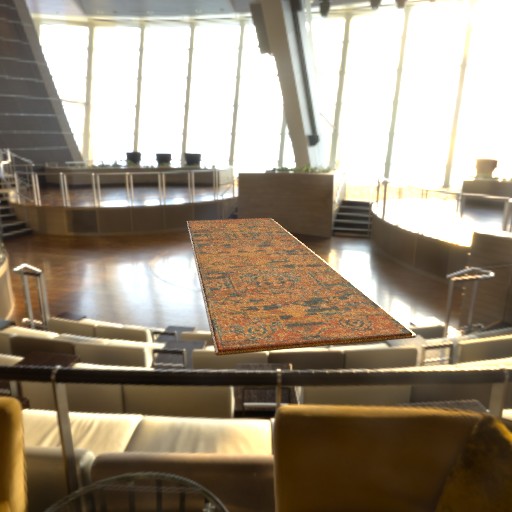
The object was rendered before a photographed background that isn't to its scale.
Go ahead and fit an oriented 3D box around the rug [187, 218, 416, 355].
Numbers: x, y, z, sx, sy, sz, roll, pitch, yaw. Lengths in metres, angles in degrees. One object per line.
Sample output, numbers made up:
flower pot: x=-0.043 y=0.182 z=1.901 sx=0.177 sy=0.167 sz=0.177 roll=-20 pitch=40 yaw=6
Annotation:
rug: x=0.000 y=0.000 z=2.028 sx=0.556 sy=0.013 sz=1.820 roll=-3 pitch=15 yaw=-10
